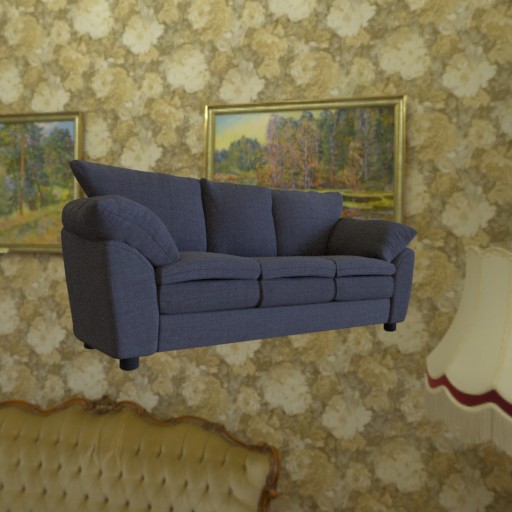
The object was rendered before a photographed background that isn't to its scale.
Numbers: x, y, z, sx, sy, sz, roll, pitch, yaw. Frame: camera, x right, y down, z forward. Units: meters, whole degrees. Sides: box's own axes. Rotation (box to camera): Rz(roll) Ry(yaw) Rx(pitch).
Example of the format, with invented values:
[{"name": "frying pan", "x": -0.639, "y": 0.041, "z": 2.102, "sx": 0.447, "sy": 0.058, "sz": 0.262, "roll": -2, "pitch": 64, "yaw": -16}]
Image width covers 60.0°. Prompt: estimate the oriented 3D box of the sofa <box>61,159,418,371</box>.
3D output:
[{"name": "sofa", "x": 0.000, "y": 0.000, "z": 2.901, "sx": 2.336, "sy": 1.080, "sz": 0.883, "roll": 0, "pitch": -1, "yaw": -36}]
